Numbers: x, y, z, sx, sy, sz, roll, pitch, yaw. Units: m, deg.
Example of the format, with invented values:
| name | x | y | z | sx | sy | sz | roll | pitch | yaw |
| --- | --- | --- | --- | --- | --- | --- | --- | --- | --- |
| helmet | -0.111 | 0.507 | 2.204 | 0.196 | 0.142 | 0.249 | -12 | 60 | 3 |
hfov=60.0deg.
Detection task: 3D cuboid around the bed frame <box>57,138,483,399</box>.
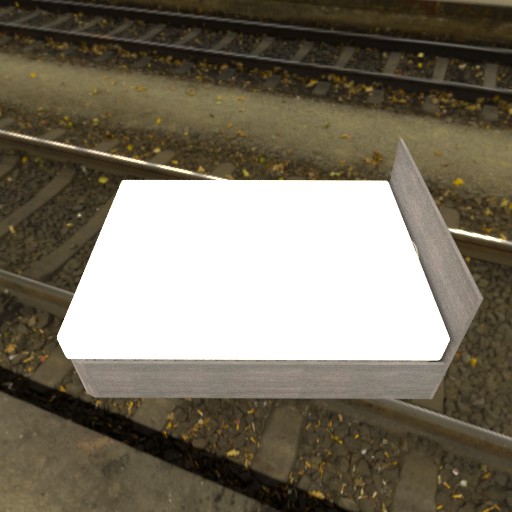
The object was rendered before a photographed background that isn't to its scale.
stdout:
| name | x | y | z | sx | sy | sz | roll | pitch | yaw |
| --- | --- | --- | --- | --- | --- | --- | --- | --- | --- |
| bed frame | 0.000 | 0.000 | 2.635 | 1.900 | 0.800 | 1.400 | 0 | 42 | 0 |
